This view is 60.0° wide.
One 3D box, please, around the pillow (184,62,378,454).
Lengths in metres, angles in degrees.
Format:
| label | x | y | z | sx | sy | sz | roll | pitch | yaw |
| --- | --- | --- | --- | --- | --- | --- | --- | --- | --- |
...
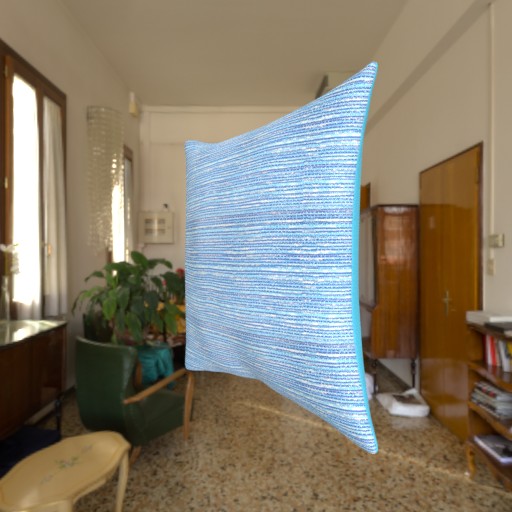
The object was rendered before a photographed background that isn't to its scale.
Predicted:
| label | x | y | z | sx | sy | sz | roll | pitch | yaw |
| --- | --- | --- | --- | --- | --- | --- | --- | --- | --- |
| pillow | 0.000 | 0.000 | 0.762 | 0.150 | 0.497 | 0.514 | 0 | 0 | -36 |
